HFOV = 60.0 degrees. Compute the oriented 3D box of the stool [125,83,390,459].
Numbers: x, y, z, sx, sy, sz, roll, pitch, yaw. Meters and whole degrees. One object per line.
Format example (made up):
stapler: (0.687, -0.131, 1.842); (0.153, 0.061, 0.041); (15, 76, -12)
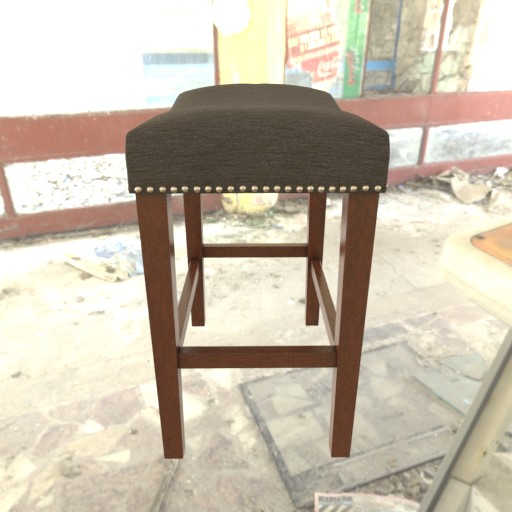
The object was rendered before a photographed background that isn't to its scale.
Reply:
stool: (0.000, 0.000, 0.942); (0.372, 0.654, 0.504); (0, 26, -1)
